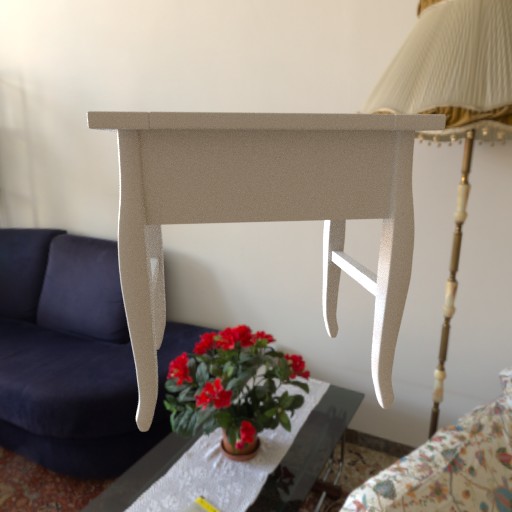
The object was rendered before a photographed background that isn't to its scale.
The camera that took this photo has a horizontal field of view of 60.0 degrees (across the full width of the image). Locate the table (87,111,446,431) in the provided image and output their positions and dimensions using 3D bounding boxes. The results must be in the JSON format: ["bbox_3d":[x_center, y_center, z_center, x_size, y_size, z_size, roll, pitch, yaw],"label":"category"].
[{"bbox_3d":[0.000,0.000,1.022,0.599,0.605,0.463,-2,15,-8],"label":"table"}]
